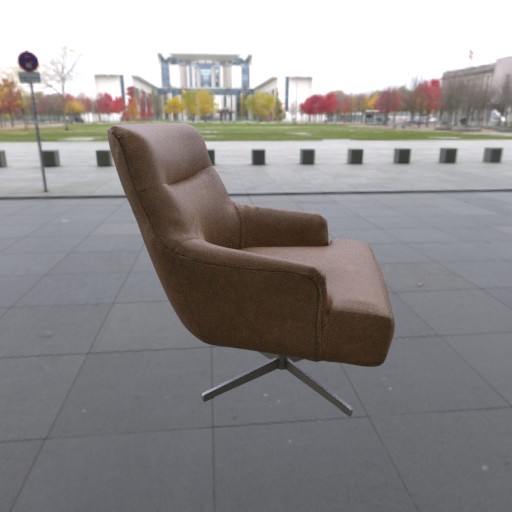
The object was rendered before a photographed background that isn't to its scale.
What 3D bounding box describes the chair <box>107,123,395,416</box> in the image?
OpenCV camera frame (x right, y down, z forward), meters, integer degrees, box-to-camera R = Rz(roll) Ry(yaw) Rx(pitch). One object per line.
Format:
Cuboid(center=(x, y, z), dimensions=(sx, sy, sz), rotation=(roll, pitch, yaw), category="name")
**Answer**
Cuboid(center=(0.000, 0.000, 1.524), dimensions=(0.874, 0.869, 0.729), rotation=(3, 18, 9), category="chair")
